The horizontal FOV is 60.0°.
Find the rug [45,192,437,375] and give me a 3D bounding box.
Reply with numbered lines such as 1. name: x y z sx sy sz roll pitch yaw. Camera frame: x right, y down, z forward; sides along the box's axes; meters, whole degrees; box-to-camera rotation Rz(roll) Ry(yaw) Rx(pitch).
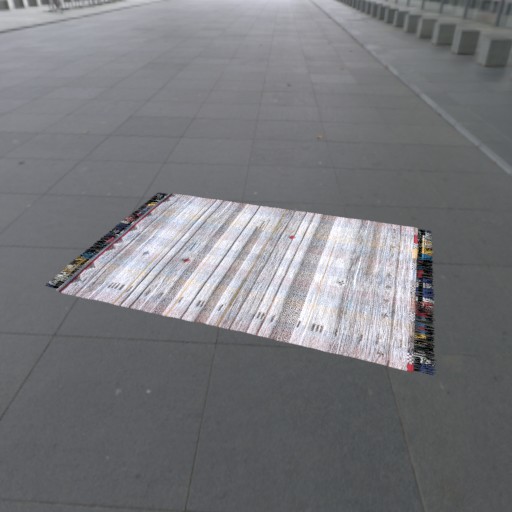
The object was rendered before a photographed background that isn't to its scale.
1. rug: 0.000 0.000 2.411 1.848 0.012 1.217 10 34 15
